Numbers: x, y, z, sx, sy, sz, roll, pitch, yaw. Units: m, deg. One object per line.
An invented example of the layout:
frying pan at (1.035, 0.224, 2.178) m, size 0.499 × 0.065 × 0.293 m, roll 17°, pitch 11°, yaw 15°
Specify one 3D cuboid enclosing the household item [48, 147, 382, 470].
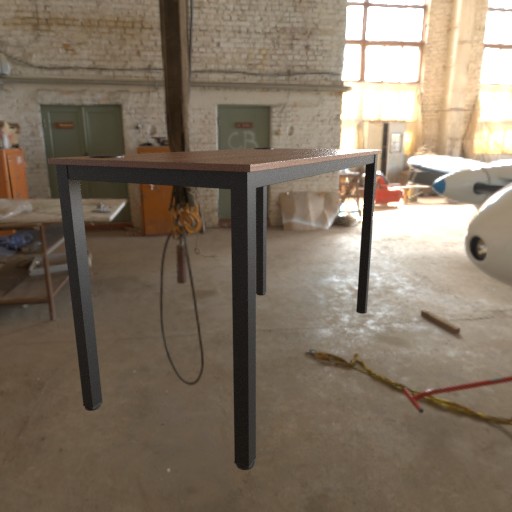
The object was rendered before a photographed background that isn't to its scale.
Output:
household item at (0.000, 0.000, 1.630) m, size 0.600 × 0.750 × 1.200 m, roll 8°, pitch 17°, yaw 27°
